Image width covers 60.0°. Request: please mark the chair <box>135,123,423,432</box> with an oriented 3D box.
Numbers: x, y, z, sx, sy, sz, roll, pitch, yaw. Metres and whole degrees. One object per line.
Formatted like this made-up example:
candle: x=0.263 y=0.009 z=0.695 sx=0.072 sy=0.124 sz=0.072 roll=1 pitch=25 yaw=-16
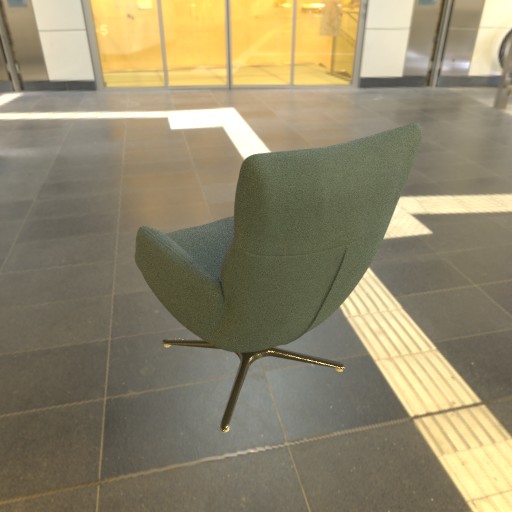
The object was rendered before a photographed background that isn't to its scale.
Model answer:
chair: x=0.000 y=0.000 z=1.556 sx=0.711 sy=1.016 sz=0.889 roll=-18 pitch=35 yaw=-28
